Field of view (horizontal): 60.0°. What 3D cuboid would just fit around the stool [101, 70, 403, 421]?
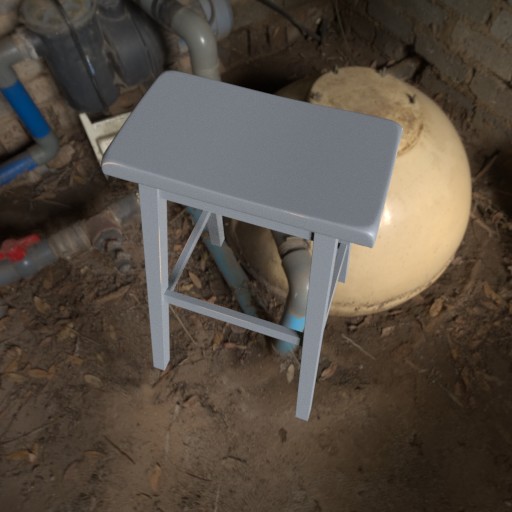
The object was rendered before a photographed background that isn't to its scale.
[{"bbox_3d":[0.000,0.000,1.035,0.457,0.737,0.476,16,60,10],"label":"stool"}]
